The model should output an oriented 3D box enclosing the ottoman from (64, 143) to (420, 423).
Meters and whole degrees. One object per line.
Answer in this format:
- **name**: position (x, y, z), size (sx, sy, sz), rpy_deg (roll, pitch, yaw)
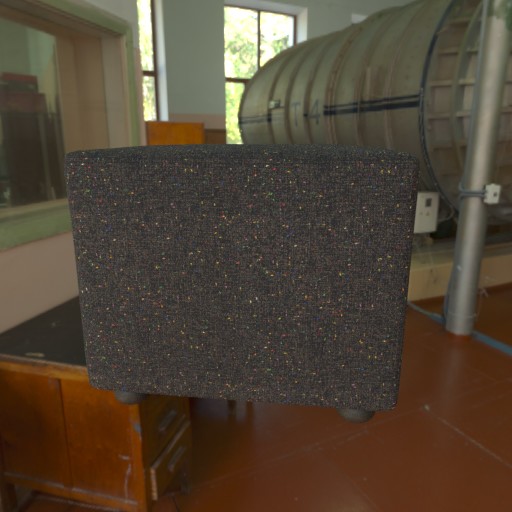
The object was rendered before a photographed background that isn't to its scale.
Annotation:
- **ottoman**: position (0.000, 0.000, 0.882), size (0.508, 0.432, 0.508), rpy_deg (2, 15, 7)
